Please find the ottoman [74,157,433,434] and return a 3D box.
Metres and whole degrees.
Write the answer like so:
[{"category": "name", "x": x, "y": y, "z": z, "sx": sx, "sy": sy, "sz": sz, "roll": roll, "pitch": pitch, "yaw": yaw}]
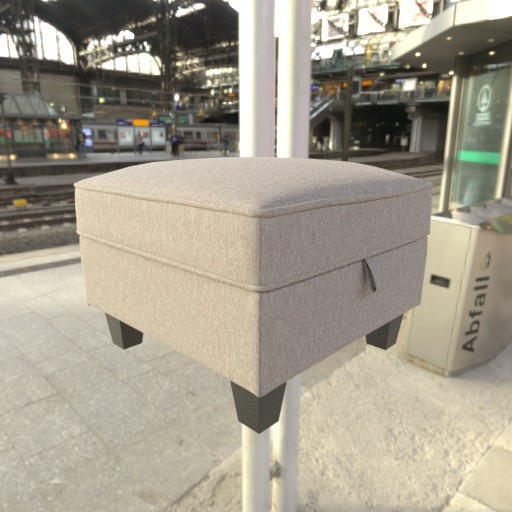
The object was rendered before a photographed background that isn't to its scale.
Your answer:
[{"category": "ottoman", "x": 0.000, "y": 0.000, "z": 1.411, "sx": 0.871, "sy": 0.612, "sz": 0.808, "roll": 14, "pitch": 20, "yaw": 43}]
